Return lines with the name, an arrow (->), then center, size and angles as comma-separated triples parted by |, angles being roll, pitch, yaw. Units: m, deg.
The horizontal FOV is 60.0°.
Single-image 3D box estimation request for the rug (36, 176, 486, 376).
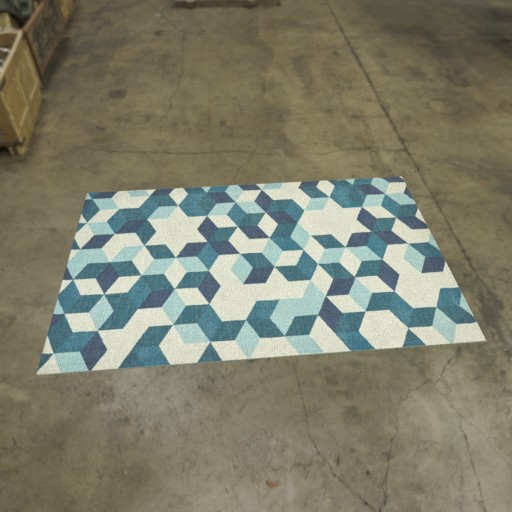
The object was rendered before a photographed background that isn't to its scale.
rug -> 0.000, 0.000, 2.910 | 2.438, 0.015, 1.518 | -4, 47, -3
